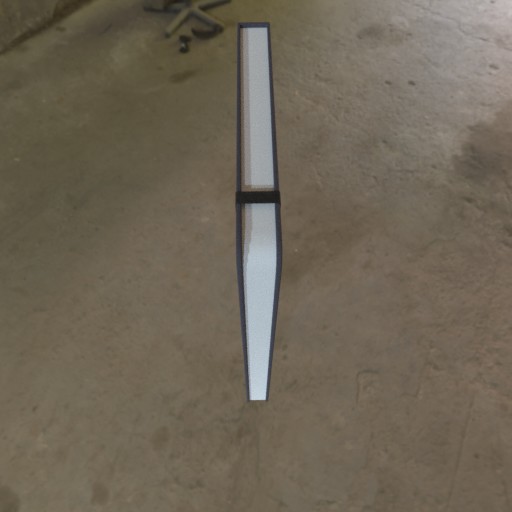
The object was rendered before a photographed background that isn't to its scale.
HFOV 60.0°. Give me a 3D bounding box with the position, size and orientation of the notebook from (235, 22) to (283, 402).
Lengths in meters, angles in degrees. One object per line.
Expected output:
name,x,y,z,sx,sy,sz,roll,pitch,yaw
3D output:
notebook,0.000,0.000,0.265,0.016,0.213,0.127,-1,59,-1
